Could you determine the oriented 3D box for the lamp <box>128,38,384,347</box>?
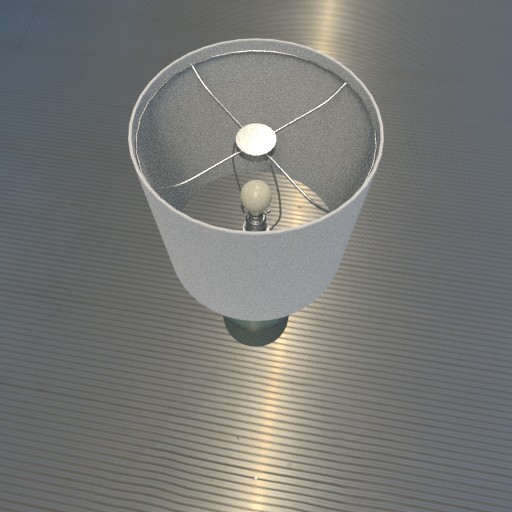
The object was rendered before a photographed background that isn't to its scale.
[{"bbox_3d":[0.000,0.000,0.590,0.212,0.493,0.212,-33,68,-15],"label":"lamp"}]
